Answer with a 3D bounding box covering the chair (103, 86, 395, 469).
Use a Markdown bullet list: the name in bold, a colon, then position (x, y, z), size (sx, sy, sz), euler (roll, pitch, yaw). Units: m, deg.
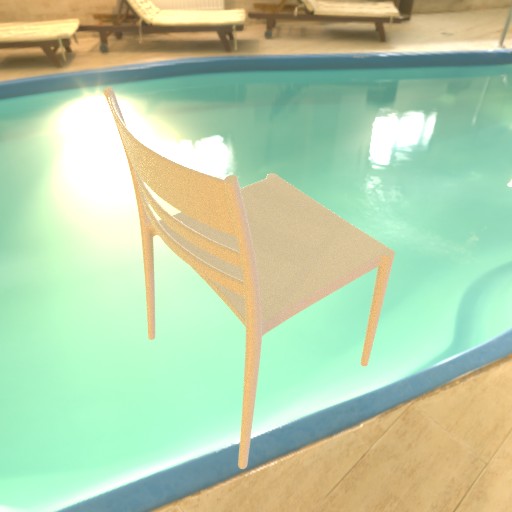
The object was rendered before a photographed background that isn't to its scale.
- **chair**: position (0.000, 0.000, 1.118), size (0.511, 0.800, 0.531), euler (-25, 46, -27)
